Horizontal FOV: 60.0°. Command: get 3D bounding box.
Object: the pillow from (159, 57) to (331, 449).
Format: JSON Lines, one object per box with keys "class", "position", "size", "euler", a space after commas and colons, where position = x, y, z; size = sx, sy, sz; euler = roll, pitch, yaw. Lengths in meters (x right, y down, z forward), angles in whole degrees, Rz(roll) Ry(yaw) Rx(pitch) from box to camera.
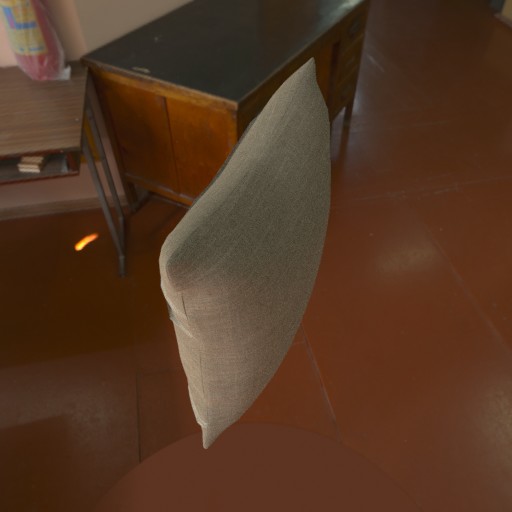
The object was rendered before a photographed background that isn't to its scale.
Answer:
{"class": "pillow", "position": [0.000, 0.000, 0.627], "size": [0.169, 0.400, 0.424], "euler": [16, 50, 14]}
